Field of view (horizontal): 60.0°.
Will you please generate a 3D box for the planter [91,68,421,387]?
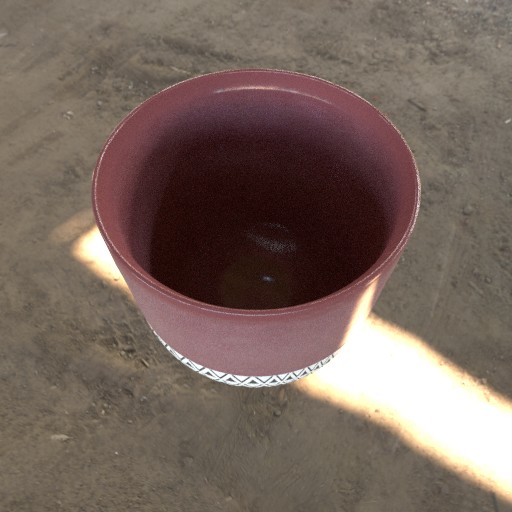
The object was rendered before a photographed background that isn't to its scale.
[{"bbox_3d":[0.000,0.000,0.476,0.266,0.270,0.266,0,57,0],"label":"planter"}]
